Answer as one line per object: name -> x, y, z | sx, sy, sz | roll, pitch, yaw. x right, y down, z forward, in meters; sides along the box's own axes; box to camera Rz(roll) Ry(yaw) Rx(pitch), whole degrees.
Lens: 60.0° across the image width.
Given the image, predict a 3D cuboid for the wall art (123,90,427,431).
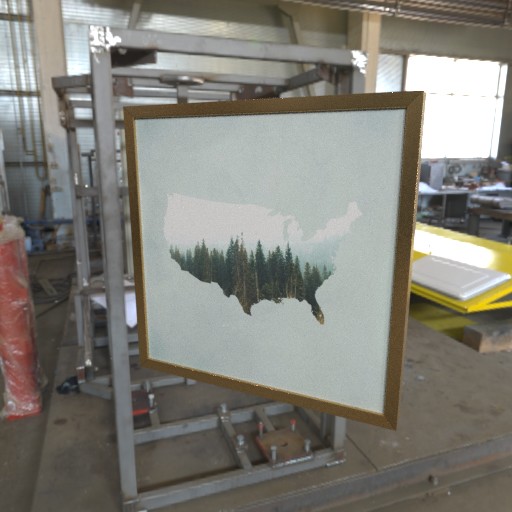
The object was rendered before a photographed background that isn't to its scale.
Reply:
wall art -> 0.000, 0.000, 0.765 | 0.509, 0.509, 0.040 | 6, 15, 25
